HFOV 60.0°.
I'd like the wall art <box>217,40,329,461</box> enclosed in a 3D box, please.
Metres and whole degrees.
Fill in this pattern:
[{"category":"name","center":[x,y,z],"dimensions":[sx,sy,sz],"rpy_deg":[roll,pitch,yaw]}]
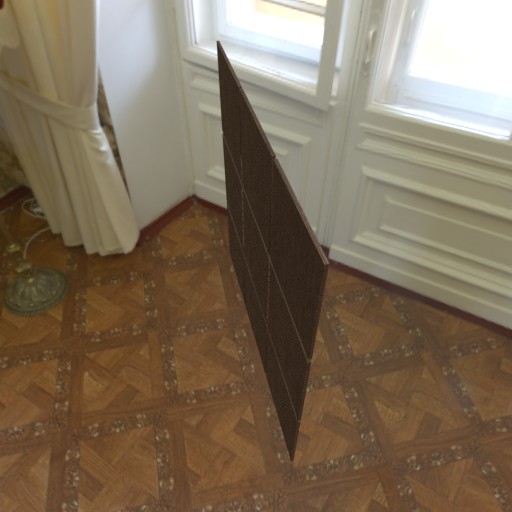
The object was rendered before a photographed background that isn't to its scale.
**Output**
[{"category":"wall art","center":[0.000,0.000,2.238],"dimensions":[0.014,1.525,1.527],"rpy_deg":[-11,48,-10]}]
